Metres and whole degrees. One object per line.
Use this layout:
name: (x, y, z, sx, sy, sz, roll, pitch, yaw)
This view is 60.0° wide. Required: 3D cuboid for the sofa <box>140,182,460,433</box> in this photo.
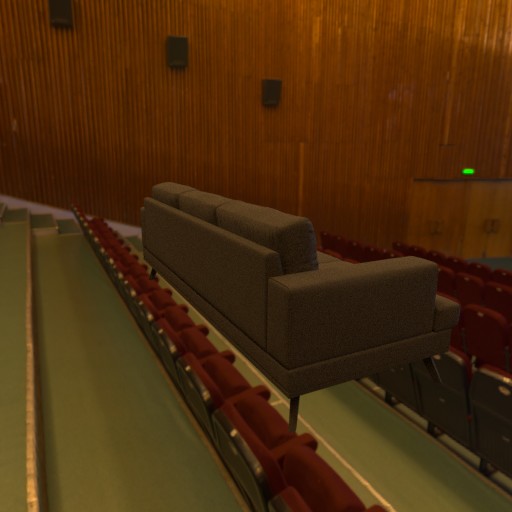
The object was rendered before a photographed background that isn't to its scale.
sofa: (0.000, 0.000, 2.780, 0.920, 0.810, 2.310, -7, 16, -26)
